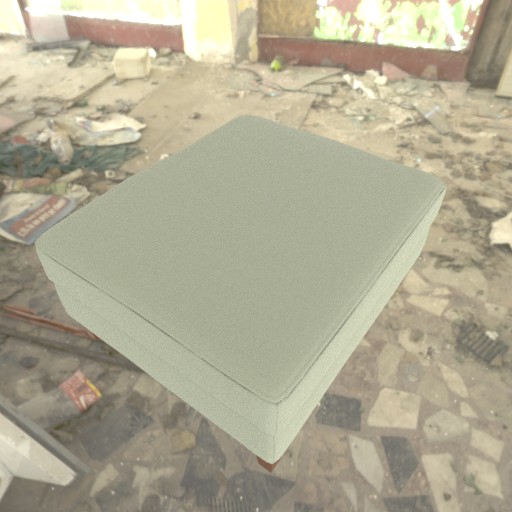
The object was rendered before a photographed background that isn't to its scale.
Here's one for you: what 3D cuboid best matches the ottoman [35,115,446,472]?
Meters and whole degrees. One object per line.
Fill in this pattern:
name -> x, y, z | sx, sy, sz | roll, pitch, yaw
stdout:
ottoman -> 0.000, 0.000, 1.443 | 0.842, 0.494, 0.991 | 27, 49, 26
